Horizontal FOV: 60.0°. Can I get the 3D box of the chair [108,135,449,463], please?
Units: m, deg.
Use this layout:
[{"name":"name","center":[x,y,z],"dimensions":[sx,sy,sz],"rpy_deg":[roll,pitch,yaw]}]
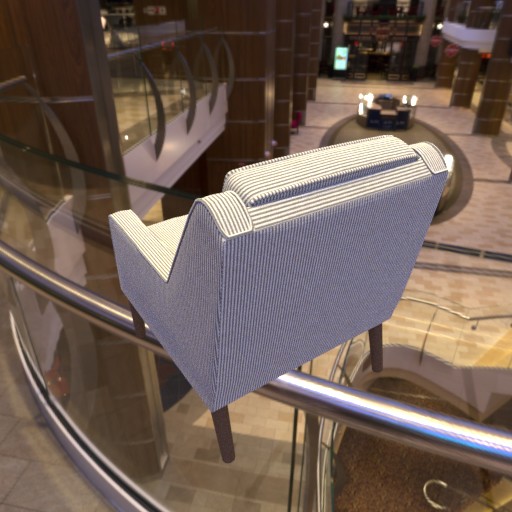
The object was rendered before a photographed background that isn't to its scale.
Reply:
[{"name":"chair","center":[0.000,0.000,1.344],"dimensions":[0.663,0.792,0.743],"rpy_deg":[-19,35,-29]}]
